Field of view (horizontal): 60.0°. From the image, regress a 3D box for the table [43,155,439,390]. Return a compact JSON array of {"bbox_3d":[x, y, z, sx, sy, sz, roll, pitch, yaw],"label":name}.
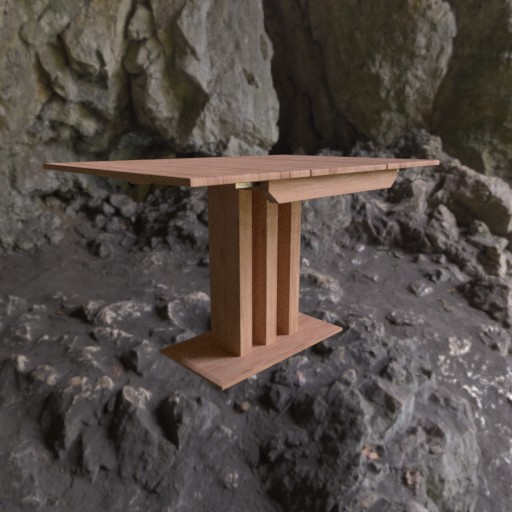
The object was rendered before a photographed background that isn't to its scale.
[{"bbox_3d":[0.000,0.000,1.847,1.300,0.770,0.900,-14,20,-43],"label":"table"}]
